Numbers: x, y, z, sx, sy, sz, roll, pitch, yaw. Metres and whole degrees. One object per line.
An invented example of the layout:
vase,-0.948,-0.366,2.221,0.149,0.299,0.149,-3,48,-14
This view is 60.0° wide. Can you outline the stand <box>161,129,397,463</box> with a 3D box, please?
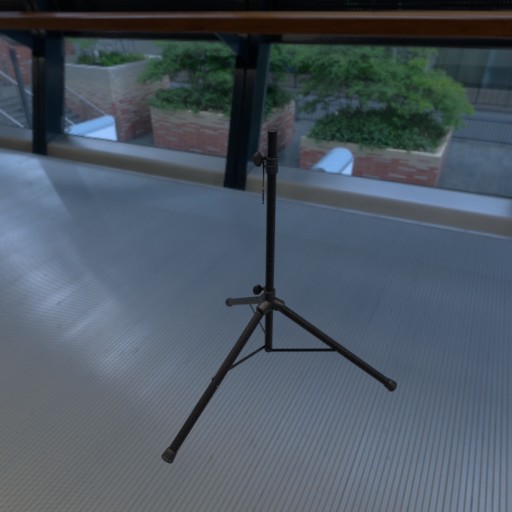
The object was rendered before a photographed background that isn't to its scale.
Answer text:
stand,0.000,0.000,1.877,1.045,1.136,0.907,-10,32,-16
